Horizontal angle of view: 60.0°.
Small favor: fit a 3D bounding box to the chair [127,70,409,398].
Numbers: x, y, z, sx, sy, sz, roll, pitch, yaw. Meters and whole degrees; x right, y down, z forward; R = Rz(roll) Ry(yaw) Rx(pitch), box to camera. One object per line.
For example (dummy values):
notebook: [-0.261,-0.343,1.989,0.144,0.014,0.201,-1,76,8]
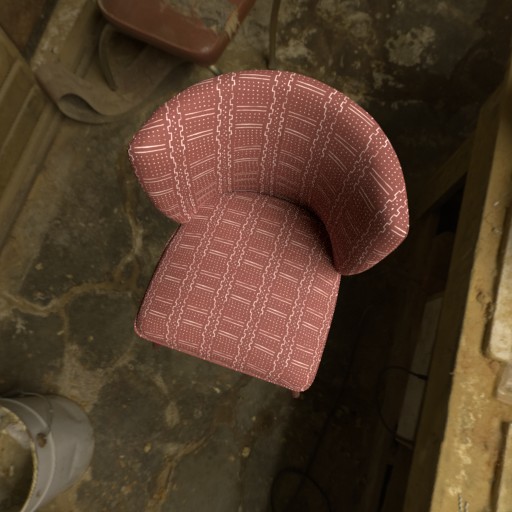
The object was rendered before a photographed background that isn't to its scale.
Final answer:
chair: [0.000,0.000,1.425,0.706,0.866,0.758,18,75,5]
